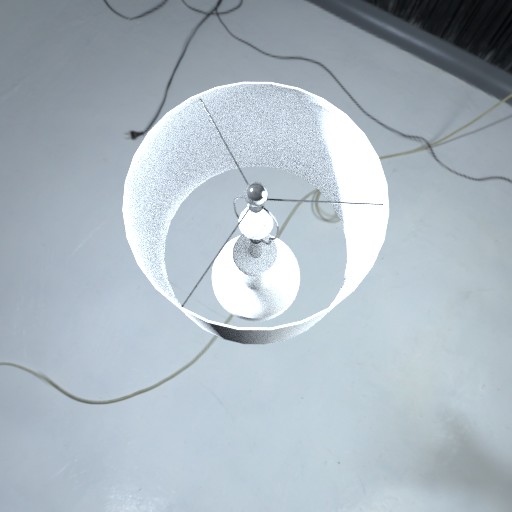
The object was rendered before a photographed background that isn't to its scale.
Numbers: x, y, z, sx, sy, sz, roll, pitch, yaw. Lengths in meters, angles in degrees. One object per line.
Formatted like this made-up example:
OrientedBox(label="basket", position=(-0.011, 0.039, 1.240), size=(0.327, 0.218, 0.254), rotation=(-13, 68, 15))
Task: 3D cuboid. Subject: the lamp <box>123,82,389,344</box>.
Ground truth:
OrientedBox(label="lamp", position=(0.000, 0.000, 0.893), size=(0.357, 0.673, 0.357), rotation=(32, 77, 8))
